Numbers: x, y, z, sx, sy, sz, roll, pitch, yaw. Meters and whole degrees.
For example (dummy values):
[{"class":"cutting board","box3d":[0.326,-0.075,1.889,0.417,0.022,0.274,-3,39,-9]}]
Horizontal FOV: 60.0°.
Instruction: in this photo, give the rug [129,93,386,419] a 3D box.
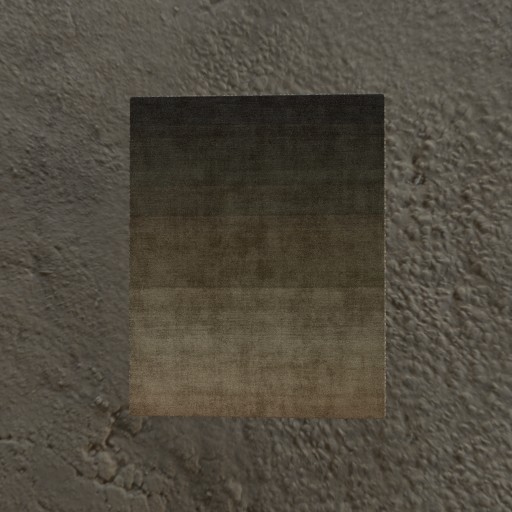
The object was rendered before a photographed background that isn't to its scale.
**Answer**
[{"class":"rug","box3d":[0.000,0.000,3.986,2.306,0.017,2.902,0,90,2]}]
